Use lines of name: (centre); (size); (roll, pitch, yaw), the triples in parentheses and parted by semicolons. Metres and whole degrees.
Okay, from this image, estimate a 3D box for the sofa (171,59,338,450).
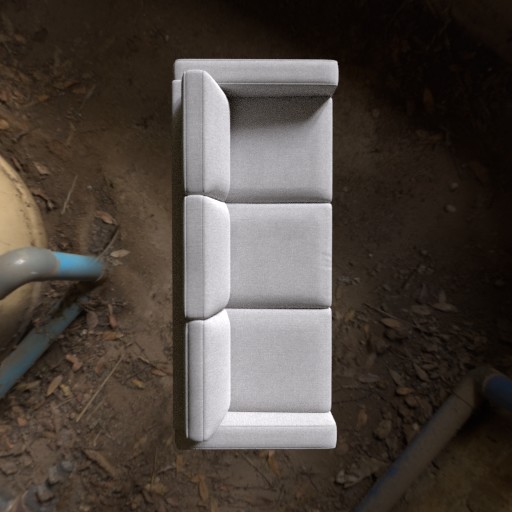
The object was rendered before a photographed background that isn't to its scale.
sofa: (0.000, 0.000, 2.547); (0.900, 0.800, 2.120); (0, 91, 0)
